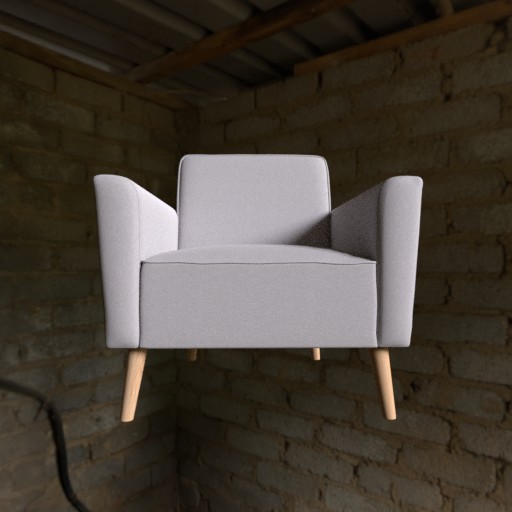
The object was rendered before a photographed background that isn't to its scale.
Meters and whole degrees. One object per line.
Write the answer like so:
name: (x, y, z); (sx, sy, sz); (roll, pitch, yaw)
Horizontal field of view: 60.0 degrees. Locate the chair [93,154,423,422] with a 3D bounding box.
chair: (0.000, 0.000, 1.394); (0.780, 0.780, 0.750); (0, 0, -1)
